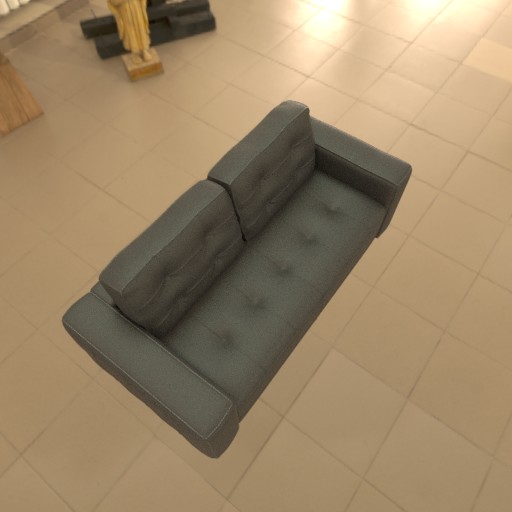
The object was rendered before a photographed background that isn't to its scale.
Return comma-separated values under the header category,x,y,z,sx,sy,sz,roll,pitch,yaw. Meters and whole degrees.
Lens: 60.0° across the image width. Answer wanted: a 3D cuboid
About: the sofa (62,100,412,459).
category,x,y,z,sx,sy,sz,roll,pitch,yaw
sofa,0.000,0.000,2.250,0.833,0.893,1.726,32,64,18
